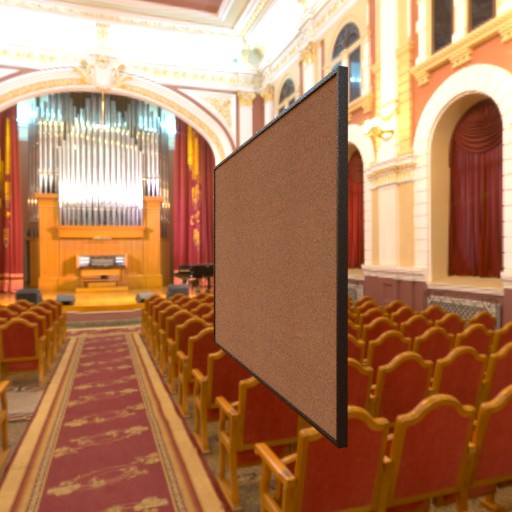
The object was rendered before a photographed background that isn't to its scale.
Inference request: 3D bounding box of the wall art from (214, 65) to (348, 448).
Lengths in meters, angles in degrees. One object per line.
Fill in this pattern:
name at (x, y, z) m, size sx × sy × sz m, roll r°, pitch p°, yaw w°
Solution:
wall art at (0.000, 0.000, 1.221) m, size 0.019 × 0.660 × 0.957 m, roll 0°, pitch 0°, yaw -18°
